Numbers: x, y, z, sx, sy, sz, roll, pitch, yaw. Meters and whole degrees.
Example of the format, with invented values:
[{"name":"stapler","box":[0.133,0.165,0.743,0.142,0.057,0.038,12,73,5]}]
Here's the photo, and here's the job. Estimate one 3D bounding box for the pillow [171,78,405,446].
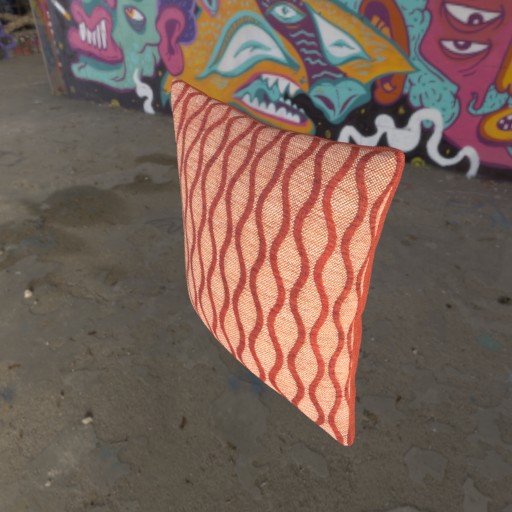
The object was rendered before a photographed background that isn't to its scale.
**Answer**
[{"name":"pillow","box":[0.000,0.000,0.653,0.159,0.434,0.429,-24,40,-31]}]
